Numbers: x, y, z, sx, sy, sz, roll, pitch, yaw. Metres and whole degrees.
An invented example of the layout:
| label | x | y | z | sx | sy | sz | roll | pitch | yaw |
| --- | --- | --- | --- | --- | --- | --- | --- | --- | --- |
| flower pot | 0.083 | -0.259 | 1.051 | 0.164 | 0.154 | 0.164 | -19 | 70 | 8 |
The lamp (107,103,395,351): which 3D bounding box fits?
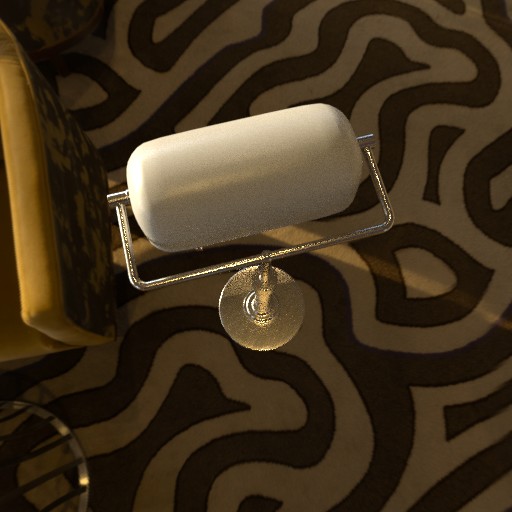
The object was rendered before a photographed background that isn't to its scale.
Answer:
| label | x | y | z | sx | sy | sz | roll | pitch | yaw |
| --- | --- | --- | --- | --- | --- | --- | --- | --- | --- |
| lamp | 0.000 | 0.000 | 0.575 | 0.269 | 0.404 | 0.227 | -14 | 76 | -4 |
